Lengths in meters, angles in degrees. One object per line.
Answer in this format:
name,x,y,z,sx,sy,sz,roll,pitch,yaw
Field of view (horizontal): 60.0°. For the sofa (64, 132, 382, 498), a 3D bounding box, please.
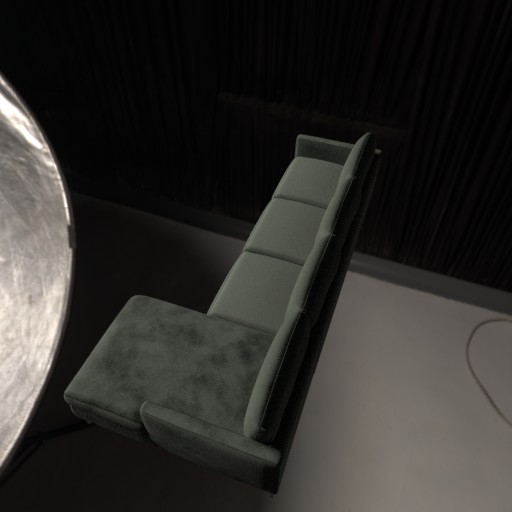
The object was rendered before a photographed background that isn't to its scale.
sofa,0.000,0.000,3.123,1.255,0.756,2.725,16,49,14
